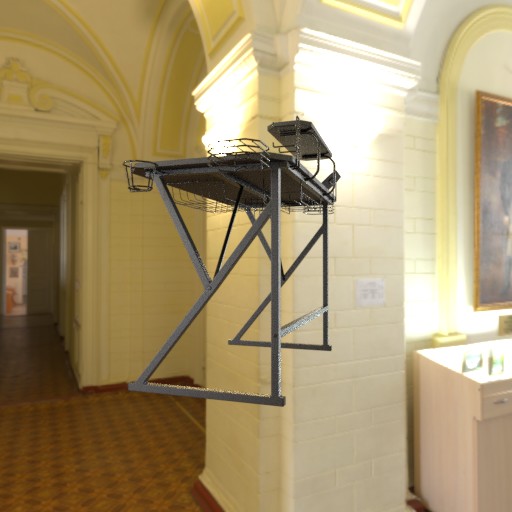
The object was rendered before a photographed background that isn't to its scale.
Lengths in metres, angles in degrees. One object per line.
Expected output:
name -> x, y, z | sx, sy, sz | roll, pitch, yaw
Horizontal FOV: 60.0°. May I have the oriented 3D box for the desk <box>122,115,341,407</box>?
desk -> 0.000, 0.000, 1.762 | 0.580, 0.880, 1.290 | 0, -1, 19
